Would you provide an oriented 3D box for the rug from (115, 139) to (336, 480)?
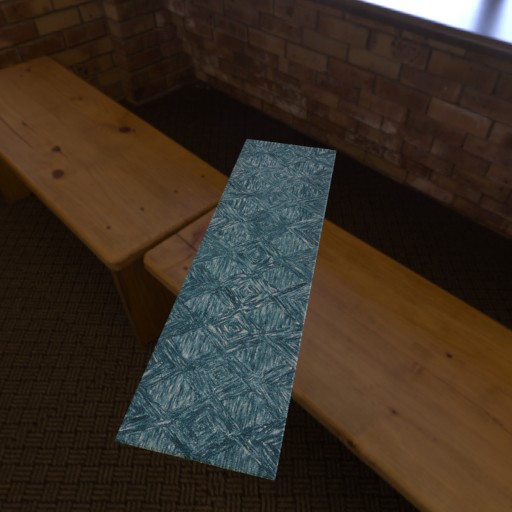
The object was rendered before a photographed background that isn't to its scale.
[{"bbox_3d":[0.000,0.000,2.534,0.676,0.016,2.286,10,48,9],"label":"rug"}]
